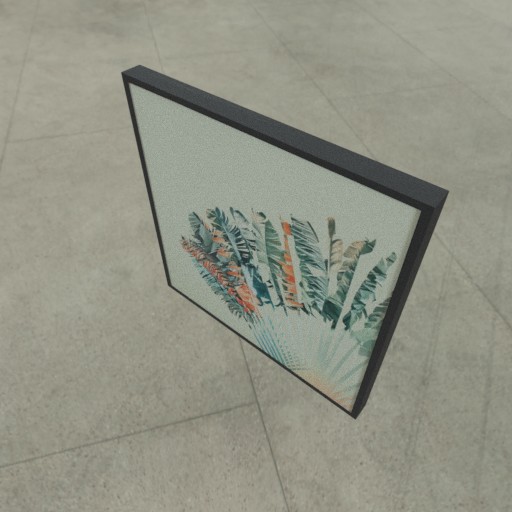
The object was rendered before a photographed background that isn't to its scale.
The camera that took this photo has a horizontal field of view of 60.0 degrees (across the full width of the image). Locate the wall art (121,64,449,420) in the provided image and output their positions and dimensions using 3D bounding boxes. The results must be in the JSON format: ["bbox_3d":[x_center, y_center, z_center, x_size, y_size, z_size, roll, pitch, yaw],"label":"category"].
[{"bbox_3d":[0.000,0.000,0.761,0.509,0.507,0.037,31,53,26],"label":"wall art"}]
